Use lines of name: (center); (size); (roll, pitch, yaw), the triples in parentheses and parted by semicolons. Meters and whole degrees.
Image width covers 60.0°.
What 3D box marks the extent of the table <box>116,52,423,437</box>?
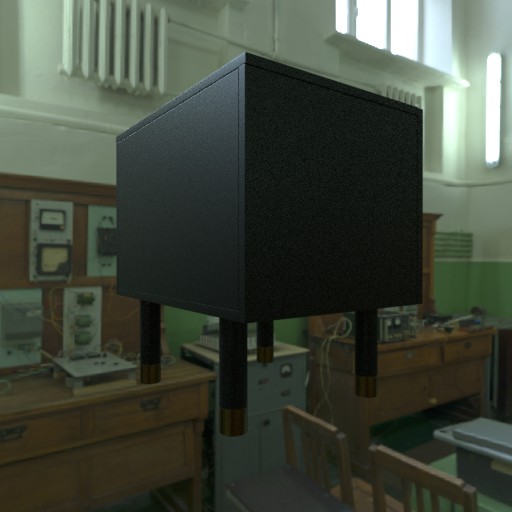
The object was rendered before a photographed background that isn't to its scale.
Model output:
table: (0.000, 0.000, 0.988); (0.441, 0.584, 0.564); (0, 0, -36)
